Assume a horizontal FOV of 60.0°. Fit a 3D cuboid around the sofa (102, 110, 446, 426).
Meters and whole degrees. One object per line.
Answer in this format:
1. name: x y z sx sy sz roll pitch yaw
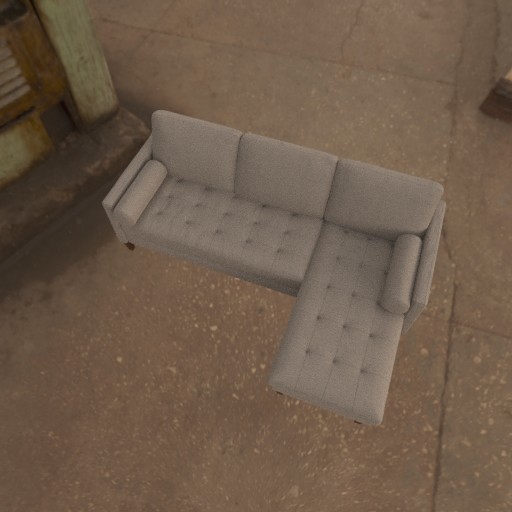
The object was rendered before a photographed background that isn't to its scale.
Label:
1. sofa: 0.000 0.000 2.941 2.178 0.875 1.506 18 59 11
